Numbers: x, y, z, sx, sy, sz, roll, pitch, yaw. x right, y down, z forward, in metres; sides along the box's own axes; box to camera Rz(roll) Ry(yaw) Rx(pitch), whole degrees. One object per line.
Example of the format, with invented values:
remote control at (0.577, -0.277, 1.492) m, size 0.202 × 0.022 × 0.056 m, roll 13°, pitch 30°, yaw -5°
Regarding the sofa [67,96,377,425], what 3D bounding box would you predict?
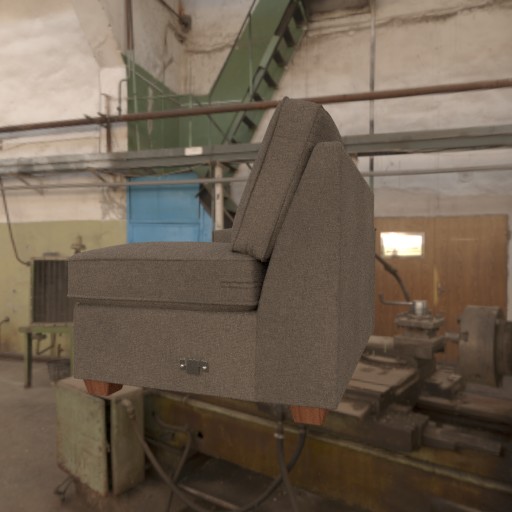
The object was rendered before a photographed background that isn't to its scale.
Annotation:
sofa at (0.000, 0.000, 2.053) m, size 0.991 × 0.989 × 1.388 m, roll 0°, pitch 1°, yaw 19°
